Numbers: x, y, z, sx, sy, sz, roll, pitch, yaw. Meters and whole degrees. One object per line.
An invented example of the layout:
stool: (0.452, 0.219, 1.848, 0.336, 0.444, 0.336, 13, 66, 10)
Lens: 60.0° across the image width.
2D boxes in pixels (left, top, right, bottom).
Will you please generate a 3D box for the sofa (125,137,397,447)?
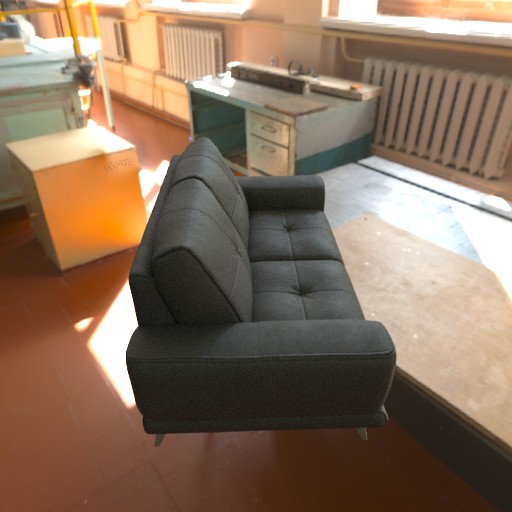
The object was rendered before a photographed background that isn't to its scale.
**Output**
sofa: (0.000, 0.000, 2.382, 1.018, 0.907, 1.806, -1, 32, -2)
